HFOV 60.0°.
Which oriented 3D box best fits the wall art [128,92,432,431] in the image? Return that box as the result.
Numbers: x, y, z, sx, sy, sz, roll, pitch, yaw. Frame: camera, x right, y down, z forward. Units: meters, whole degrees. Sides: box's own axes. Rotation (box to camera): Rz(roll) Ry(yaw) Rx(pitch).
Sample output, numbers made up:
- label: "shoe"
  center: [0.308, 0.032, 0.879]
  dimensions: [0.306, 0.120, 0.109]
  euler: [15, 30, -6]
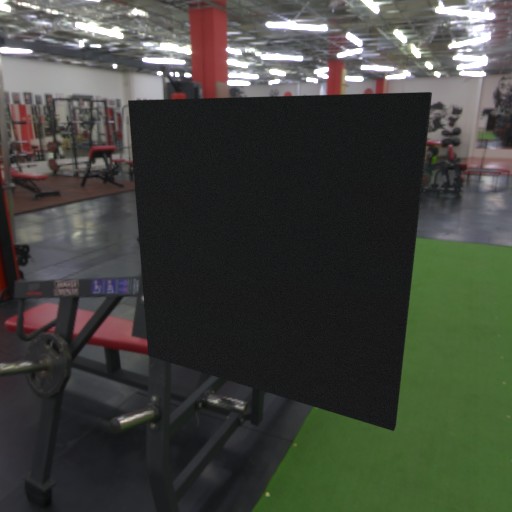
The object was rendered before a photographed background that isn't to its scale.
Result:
- label: "wall art"
  center: [0.000, 0.000, 0.678]
  dimensions: [0.456, 0.458, 0.013]
  euler: [9, 19, 27]
